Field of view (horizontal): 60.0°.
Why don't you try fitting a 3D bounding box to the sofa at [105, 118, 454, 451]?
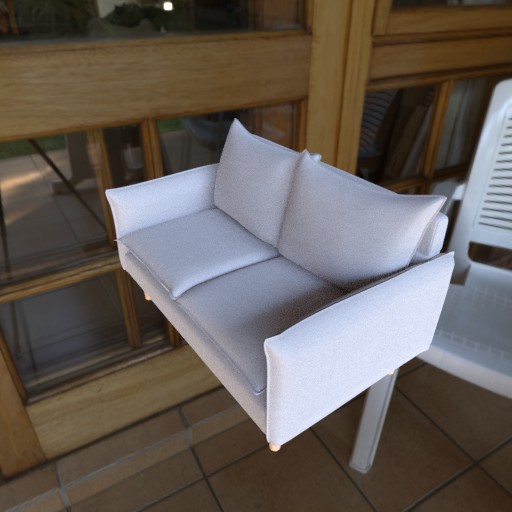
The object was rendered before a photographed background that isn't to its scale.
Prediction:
[{"bbox_3d":[0.000,0.000,1.873,0.820,0.840,1.300,-21,37,-30],"label":"sofa"}]
